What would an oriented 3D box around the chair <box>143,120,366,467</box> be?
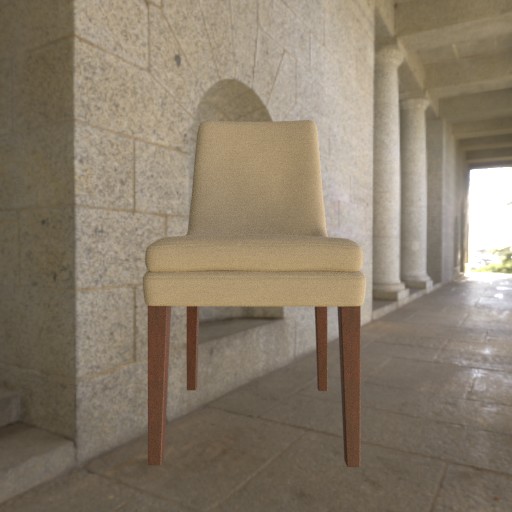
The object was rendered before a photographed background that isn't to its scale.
[{"bbox_3d":[0.000,0.000,1.297,0.515,0.940,0.638,0,1,1],"label":"chair"}]
